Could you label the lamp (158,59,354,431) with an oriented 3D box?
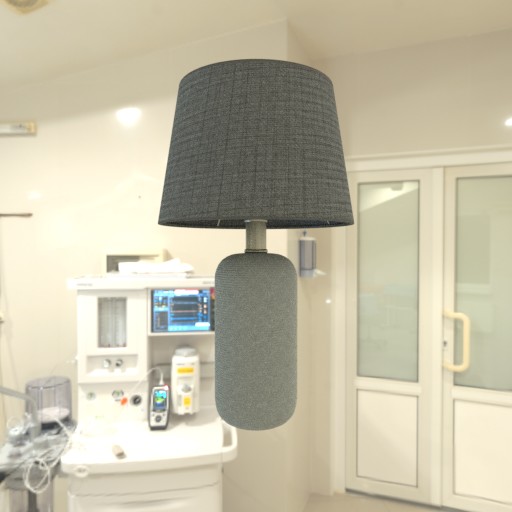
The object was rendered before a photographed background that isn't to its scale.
[{"bbox_3d":[0.000,0.000,0.581,0.251,0.429,0.251,0,1,0],"label":"lamp"}]
